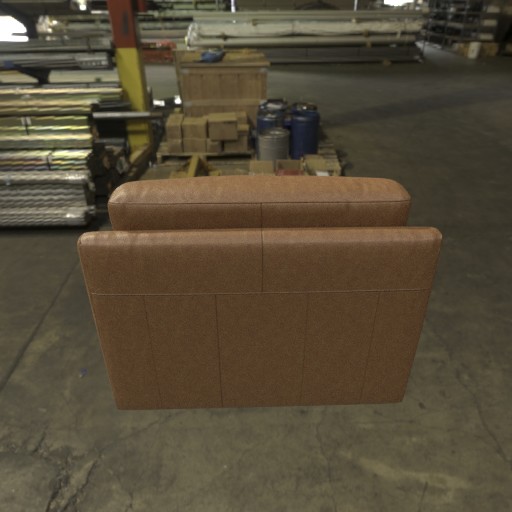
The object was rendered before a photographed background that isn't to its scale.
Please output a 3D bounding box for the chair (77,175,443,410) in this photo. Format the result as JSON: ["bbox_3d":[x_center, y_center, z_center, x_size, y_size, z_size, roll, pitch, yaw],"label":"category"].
[{"bbox_3d":[0.000,0.000,2.032,1.276,0.978,1.050,-1,31,-2],"label":"chair"}]
